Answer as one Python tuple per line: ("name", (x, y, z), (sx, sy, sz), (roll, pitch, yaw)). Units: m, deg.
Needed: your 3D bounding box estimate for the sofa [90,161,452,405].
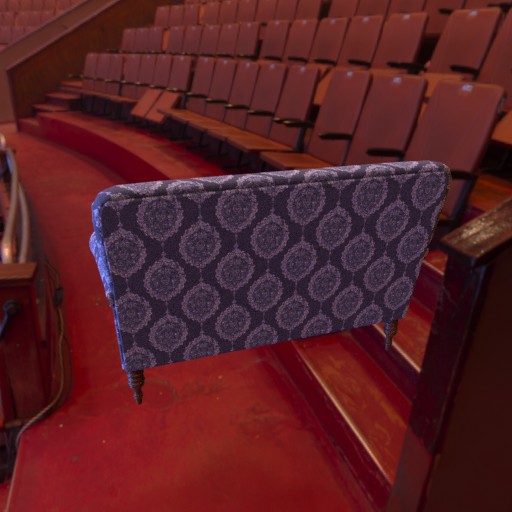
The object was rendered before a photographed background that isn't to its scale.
("sofa", (0.000, 0.000, 1.854), (1.297, 0.867, 0.779), (-8, 26, -16))
